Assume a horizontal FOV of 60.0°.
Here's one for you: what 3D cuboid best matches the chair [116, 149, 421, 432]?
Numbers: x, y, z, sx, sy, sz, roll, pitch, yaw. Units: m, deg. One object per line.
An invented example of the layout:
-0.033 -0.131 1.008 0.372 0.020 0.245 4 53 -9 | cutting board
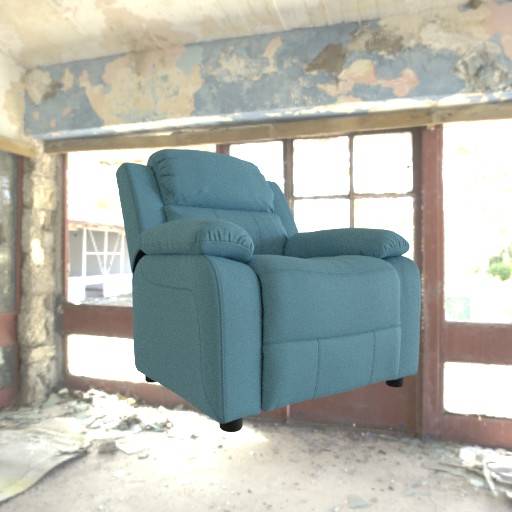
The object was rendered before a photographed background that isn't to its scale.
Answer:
0.000 0.000 1.273 0.680 0.702 0.709 0 0 -36 | chair
